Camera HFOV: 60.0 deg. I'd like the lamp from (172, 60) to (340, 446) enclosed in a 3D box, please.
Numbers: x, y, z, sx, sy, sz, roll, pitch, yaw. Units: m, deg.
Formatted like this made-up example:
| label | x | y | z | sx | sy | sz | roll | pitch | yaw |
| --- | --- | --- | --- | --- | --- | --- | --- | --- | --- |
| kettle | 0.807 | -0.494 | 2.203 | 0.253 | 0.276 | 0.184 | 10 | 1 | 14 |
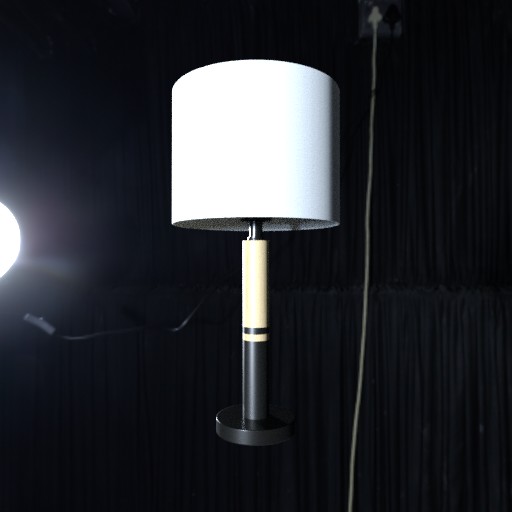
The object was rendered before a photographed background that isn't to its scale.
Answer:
| label | x | y | z | sx | sy | sz | roll | pitch | yaw |
| --- | --- | --- | --- | --- | --- | --- | --- | --- | --- |
| lamp | 0.000 | 0.000 | 0.819 | 0.305 | 0.640 | 0.305 | 0 | -1 | 0 |
